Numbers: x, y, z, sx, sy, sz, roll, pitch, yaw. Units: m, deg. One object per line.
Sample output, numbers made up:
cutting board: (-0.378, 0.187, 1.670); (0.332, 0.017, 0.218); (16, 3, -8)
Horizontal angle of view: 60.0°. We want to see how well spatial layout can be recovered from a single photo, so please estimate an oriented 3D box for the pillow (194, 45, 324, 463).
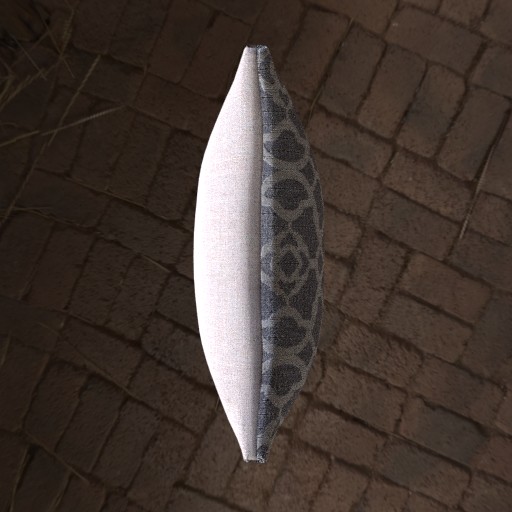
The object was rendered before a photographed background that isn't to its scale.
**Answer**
pillow: (0.000, 0.000, 0.774); (0.215, 0.498, 0.508); (0, 91, 0)
